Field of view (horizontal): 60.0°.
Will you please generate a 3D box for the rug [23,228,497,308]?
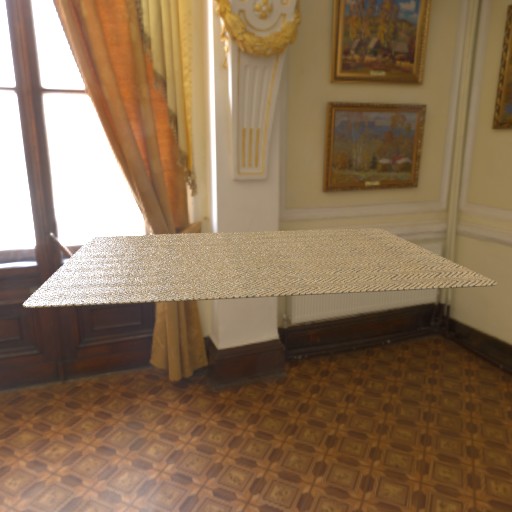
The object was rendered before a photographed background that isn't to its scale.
[{"bbox_3d":[0.000,0.000,2.141,1.752,0.008,1.144,-2,15,-8],"label":"rug"}]
